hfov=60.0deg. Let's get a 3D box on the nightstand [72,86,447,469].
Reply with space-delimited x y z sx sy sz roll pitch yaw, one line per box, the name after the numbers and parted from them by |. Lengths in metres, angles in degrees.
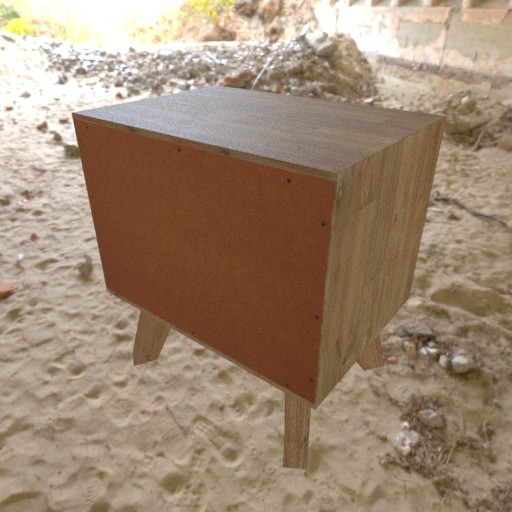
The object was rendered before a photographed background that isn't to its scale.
0.000 0.000 0.946 0.552 0.589 0.396 21 36 32 | nightstand
